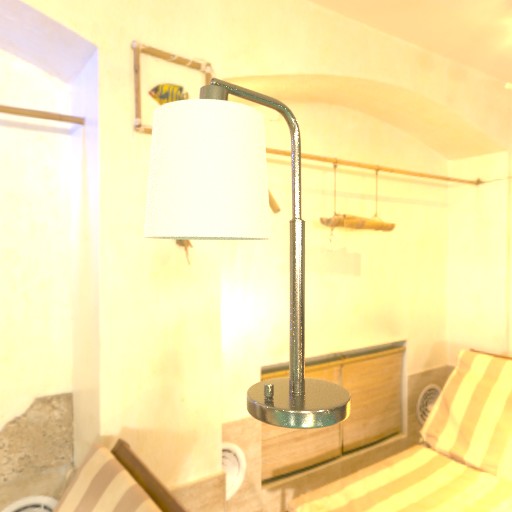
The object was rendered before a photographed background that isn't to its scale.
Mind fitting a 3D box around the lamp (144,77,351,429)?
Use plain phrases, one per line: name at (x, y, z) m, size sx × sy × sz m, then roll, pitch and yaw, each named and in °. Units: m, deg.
lamp at (0.000, 0.000, 0.653) m, size 0.333 × 0.489 × 0.171 m, roll -1°, pitch 1°, yaw -36°
